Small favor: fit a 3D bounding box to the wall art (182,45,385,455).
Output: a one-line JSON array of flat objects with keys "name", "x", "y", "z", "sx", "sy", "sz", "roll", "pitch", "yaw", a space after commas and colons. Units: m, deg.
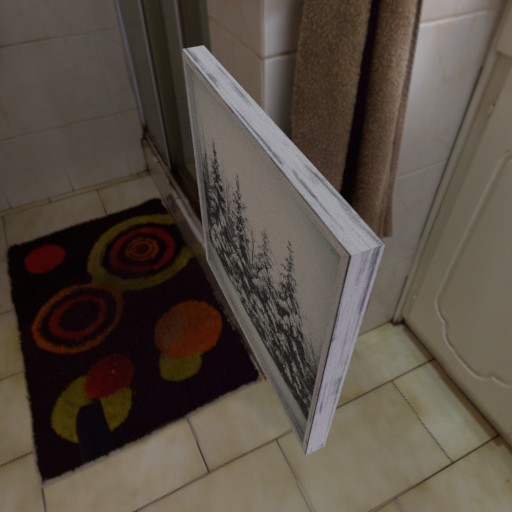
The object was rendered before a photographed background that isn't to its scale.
[{"name": "wall art", "x": 0.000, "y": 0.000, "z": 0.750, "sx": 0.038, "sy": 0.506, "sz": 0.506, "roll": -18, "pitch": 49, "yaw": -16}]
